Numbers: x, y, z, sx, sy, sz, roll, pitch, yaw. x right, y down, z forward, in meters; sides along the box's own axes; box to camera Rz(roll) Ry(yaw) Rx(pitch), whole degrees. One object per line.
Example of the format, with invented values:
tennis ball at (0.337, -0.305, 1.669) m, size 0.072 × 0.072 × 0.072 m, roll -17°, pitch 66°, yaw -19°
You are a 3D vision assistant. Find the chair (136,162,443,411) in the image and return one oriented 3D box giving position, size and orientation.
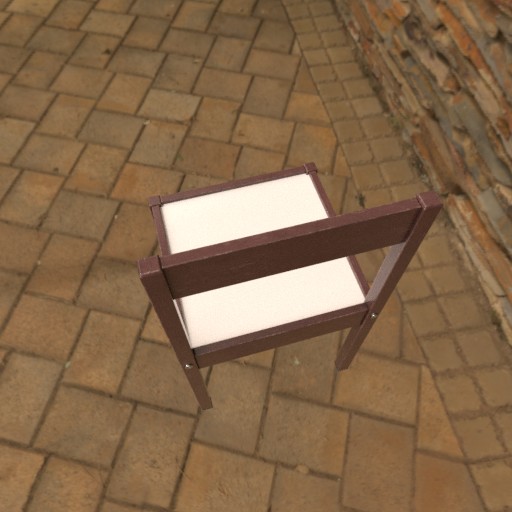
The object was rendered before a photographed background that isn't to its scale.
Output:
chair at (0.000, 0.000, 0.676) m, size 0.285 × 0.505 × 0.285 m, roll -14°, pitch 60°, yaw -8°
